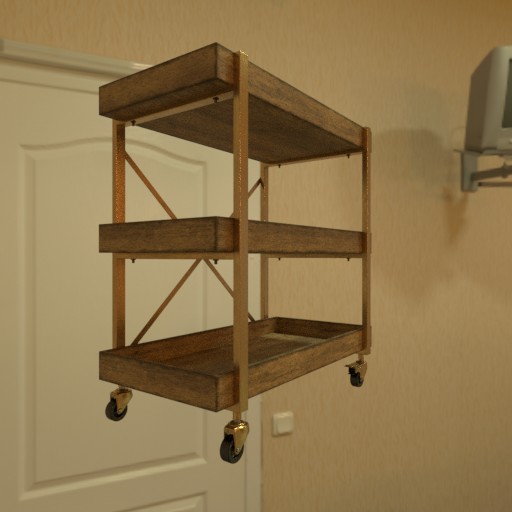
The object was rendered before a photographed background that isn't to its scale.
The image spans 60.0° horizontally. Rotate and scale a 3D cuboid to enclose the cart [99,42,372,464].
[{"bbox_3d":[0.000,0.000,1.237,0.416,0.799,0.750,0,0,37],"label":"cart"}]
